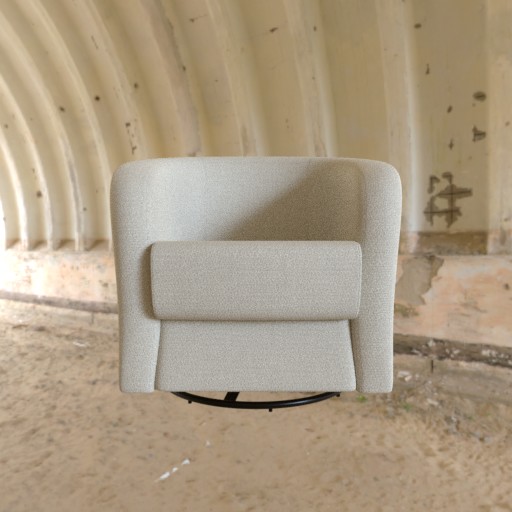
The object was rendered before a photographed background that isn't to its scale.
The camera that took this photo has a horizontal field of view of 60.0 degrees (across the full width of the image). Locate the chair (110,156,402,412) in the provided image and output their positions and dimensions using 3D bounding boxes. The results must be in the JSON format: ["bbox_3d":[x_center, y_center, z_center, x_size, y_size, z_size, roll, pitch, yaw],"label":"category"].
[{"bbox_3d":[0.000,0.000,1.441,0.791,0.771,0.815,0,2,0],"label":"chair"}]
